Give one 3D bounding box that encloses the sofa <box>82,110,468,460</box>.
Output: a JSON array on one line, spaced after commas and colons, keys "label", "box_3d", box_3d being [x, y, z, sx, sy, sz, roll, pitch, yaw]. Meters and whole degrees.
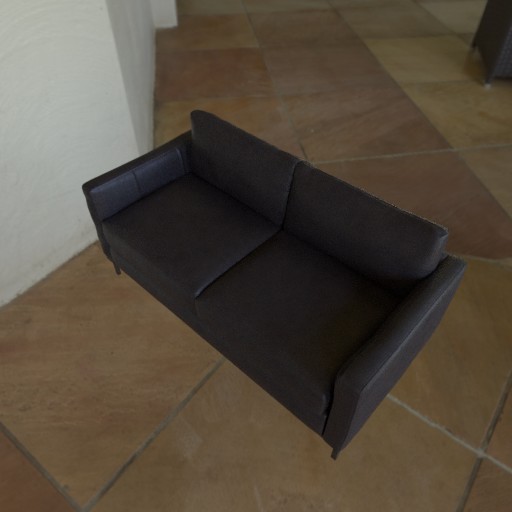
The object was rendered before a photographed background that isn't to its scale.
[{"label": "sofa", "box_3d": [0.000, 0.000, 2.312, 1.805, 0.883, 0.947, 31, 53, 27]}]
